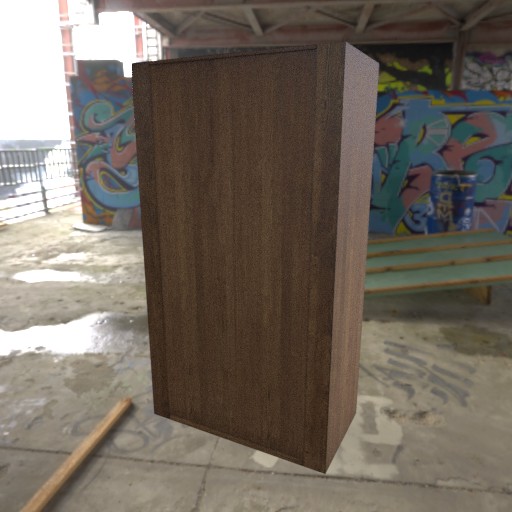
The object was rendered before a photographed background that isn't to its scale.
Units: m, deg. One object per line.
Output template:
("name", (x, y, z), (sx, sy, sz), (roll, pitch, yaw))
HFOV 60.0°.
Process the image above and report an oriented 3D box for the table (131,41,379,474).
("table", (0.000, 0.000, 2.479), (1.100, 2.000, 0.600), (8, 17, 26))
